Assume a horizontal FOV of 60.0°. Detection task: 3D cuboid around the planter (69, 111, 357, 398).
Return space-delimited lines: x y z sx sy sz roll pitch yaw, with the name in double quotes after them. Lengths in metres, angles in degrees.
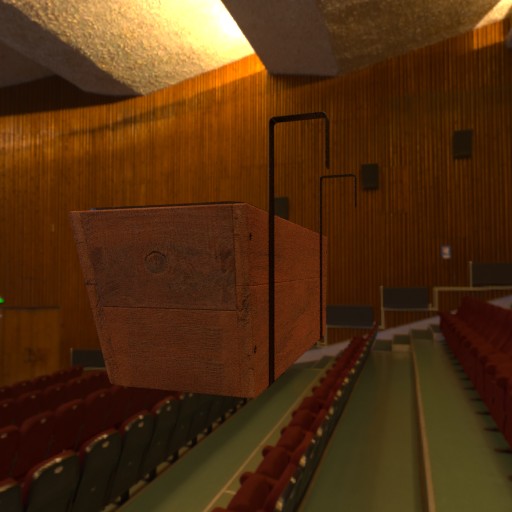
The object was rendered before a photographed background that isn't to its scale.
0.000 0.000 0.655 0.262 0.289 0.480 0 -2 18 "planter"
